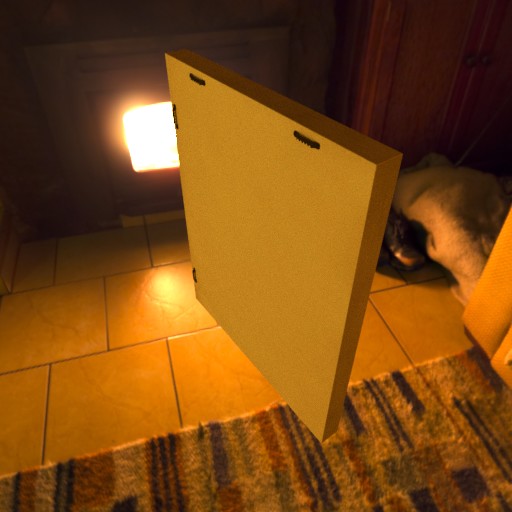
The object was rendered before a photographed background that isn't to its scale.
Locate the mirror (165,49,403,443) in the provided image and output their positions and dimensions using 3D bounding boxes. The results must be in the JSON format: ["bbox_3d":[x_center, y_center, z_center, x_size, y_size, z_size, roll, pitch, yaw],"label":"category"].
[{"bbox_3d":[0.000,0.000,0.689,0.041,0.509,0.406,-25,47,-27],"label":"mirror"}]
